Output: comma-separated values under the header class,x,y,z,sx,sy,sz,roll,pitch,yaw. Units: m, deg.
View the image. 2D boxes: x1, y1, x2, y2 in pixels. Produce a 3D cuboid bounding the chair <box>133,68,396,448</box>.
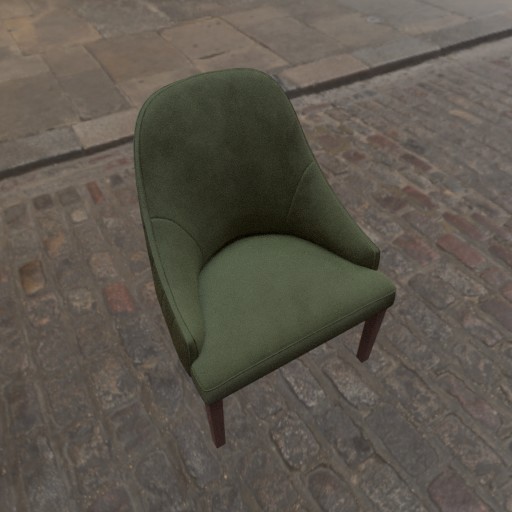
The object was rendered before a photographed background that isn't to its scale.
class,x,y,z,sx,sy,sz,roll,pitch,yaw
chair,0.000,0.000,1.305,0.643,0.889,0.575,-23,50,-21
